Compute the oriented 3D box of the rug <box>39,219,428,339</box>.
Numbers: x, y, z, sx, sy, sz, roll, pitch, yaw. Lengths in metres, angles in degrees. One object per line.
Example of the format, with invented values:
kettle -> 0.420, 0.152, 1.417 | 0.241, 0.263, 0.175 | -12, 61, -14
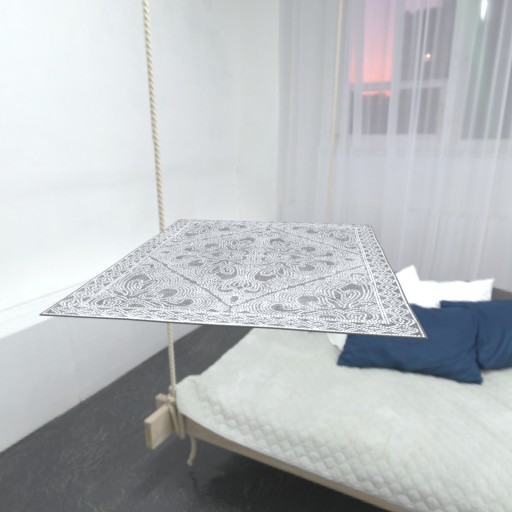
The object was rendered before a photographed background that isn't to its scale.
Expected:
rug -> 0.000, 0.000, 4.141 | 2.438, 0.012, 3.048 | 2, 17, 8
